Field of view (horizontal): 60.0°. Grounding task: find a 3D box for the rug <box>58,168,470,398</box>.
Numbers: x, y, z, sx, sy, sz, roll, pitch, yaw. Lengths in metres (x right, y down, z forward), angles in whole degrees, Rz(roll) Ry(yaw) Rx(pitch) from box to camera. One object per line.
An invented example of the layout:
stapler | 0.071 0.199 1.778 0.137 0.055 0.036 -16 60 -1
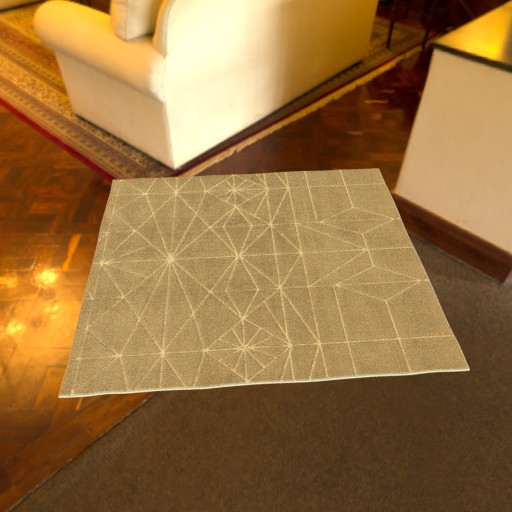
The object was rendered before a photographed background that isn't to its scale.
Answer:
rug | 0.000 0.000 0.872 0.639 0.006 0.548 -3 46 -3
